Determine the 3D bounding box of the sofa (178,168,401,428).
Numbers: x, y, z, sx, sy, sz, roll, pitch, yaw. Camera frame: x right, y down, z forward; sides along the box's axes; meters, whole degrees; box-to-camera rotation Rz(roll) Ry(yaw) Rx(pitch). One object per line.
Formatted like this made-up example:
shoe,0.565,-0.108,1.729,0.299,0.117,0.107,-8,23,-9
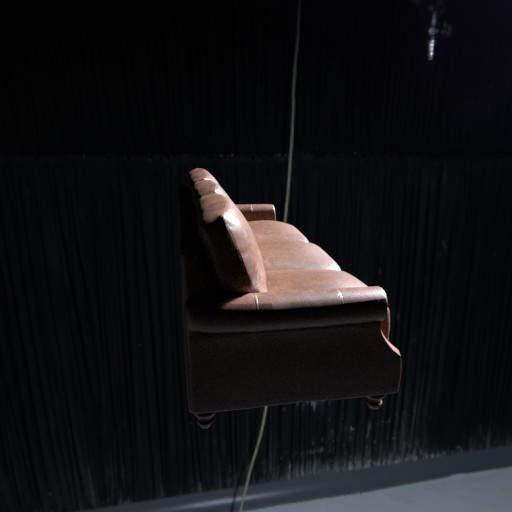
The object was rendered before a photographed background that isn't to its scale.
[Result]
sofa,0.000,0.000,2.873,0.973,0.977,2.351,-3,16,-10
